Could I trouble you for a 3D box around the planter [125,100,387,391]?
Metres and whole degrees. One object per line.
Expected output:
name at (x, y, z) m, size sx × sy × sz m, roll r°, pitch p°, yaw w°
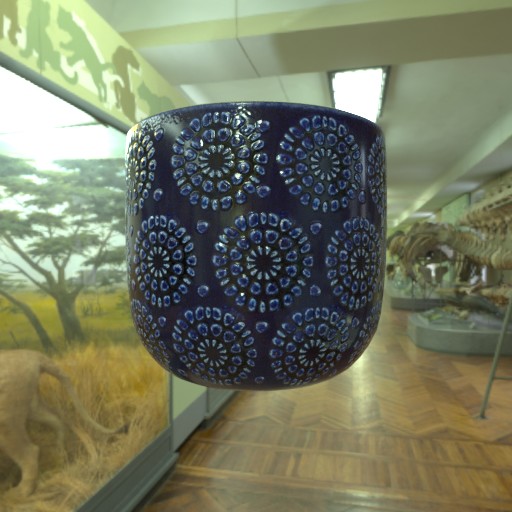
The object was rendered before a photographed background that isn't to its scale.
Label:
planter at (0.000, 0.000, 0.291) m, size 0.165 × 0.149 × 0.165 m, roll 0°, pitch 0°, yaw 0°
